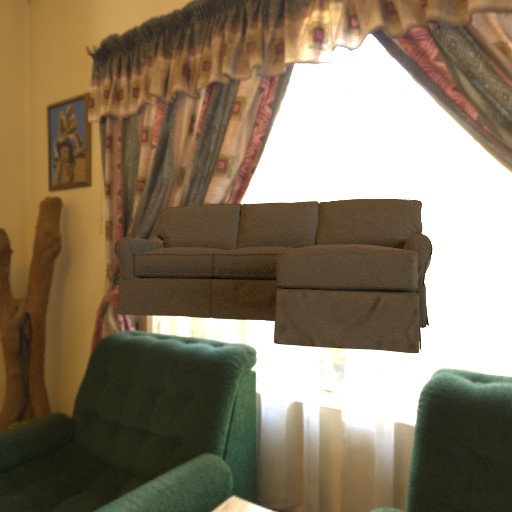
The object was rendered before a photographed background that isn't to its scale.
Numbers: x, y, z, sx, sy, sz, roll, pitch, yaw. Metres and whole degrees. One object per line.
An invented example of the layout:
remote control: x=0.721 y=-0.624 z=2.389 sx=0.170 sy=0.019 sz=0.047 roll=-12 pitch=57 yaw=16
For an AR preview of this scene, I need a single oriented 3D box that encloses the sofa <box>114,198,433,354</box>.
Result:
sofa: x=0.000 y=0.000 z=3.315 sx=2.475 sy=0.978 sz=1.733 roll=0 pitch=0 yaw=17
